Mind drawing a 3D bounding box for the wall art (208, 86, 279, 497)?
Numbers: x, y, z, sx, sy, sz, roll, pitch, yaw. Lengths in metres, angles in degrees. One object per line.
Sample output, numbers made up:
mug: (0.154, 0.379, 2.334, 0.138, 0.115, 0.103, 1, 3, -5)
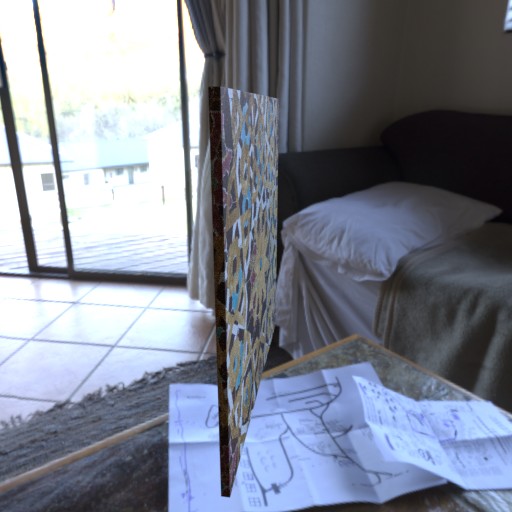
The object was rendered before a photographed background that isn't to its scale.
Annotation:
wall art: (0.000, 0.000, 0.595, 0.010, 0.406, 0.404, 3, 18, 9)
